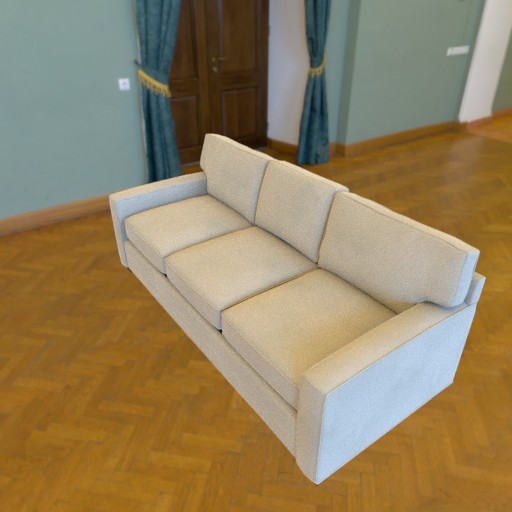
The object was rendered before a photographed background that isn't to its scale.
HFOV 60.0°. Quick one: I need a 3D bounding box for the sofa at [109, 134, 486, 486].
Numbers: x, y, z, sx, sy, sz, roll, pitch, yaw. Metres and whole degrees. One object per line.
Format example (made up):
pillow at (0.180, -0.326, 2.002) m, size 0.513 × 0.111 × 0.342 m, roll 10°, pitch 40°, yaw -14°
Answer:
sofa at (0.000, 0.000, 2.502) m, size 0.935 × 0.862 × 2.088 m, roll -21°, pitch 37°, yaw -30°
